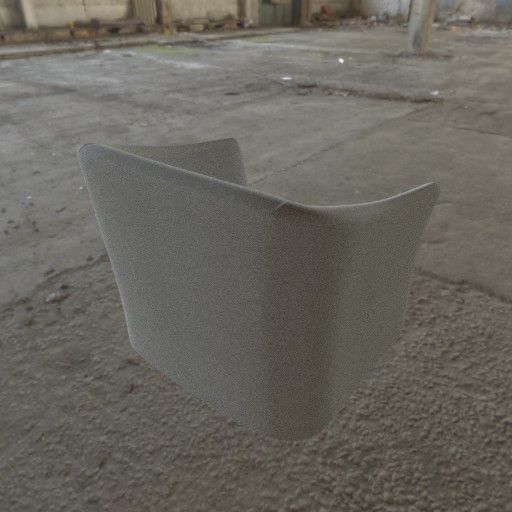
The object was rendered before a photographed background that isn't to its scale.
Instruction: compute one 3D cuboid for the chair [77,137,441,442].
[{"bbox_3d":[0.000,0.000,1.321,0.790,0.720,0.700,22,37,32],"label":"chair"}]
